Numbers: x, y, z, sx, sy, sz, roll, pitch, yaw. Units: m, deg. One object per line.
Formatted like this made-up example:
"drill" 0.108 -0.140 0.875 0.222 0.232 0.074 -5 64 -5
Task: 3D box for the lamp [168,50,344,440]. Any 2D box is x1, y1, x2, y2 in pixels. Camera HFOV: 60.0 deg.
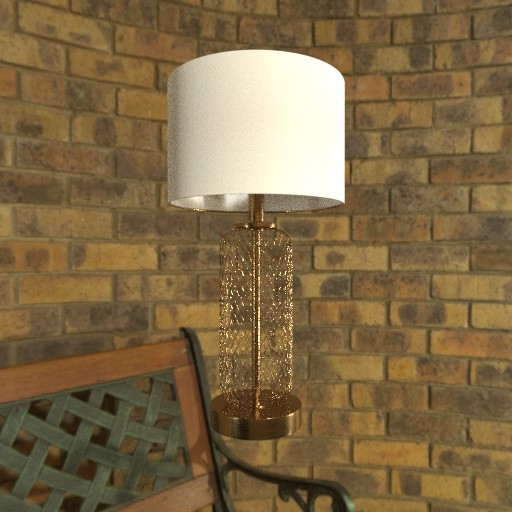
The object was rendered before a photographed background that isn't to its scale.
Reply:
"lamp" 0.000 0.000 0.644 0.252 0.483 0.252 0 0 18
